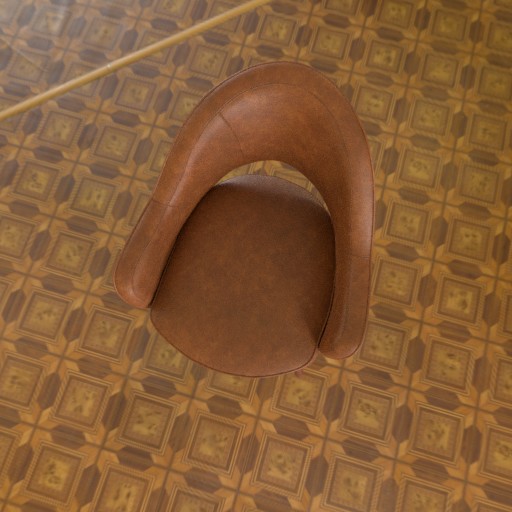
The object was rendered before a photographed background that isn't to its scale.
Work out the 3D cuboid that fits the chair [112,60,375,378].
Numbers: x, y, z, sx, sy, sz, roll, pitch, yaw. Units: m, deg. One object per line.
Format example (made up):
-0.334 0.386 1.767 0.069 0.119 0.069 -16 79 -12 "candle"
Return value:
0.000 0.000 1.203 0.591 0.777 0.640 15 75 4 "chair"
